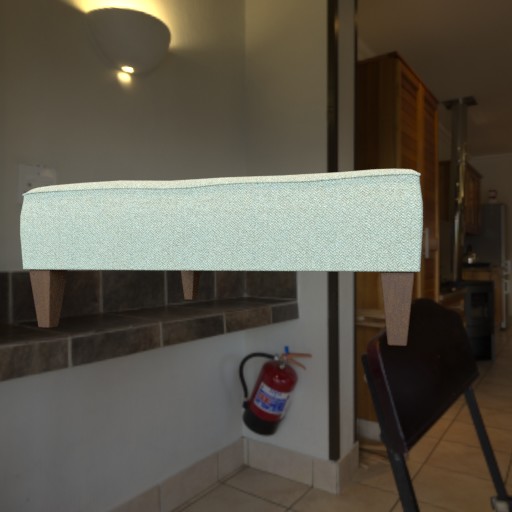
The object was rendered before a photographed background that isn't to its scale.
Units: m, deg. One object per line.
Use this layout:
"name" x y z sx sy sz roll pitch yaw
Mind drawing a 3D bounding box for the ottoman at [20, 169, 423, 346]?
"ottoman" 0.000 0.000 1.470 0.968 0.379 1.004 0 -1 16
